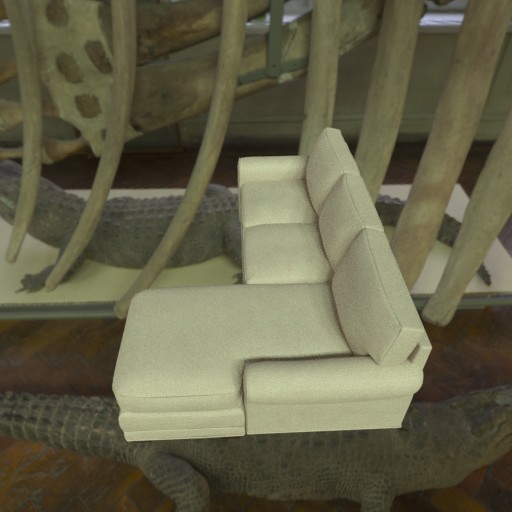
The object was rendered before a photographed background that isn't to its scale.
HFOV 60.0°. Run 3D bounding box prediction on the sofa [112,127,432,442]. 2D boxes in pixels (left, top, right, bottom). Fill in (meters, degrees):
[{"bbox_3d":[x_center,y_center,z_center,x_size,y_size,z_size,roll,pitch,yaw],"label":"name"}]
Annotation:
[{"bbox_3d":[0.000,0.000,2.359,1.226,0.734,1.770,-2,41,-2],"label":"sofa"}]
